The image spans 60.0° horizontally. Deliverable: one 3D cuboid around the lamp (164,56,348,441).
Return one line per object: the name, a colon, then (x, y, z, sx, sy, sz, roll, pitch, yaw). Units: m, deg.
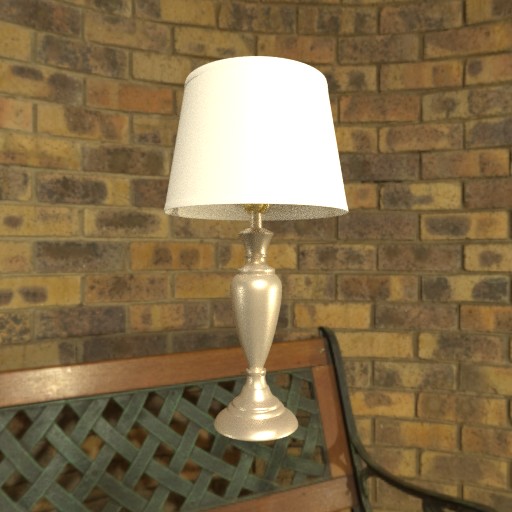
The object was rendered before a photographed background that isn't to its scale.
lamp: (0.000, 0.000, 0.805, 0.328, 0.612, 0.328, 0, 0, 0)
